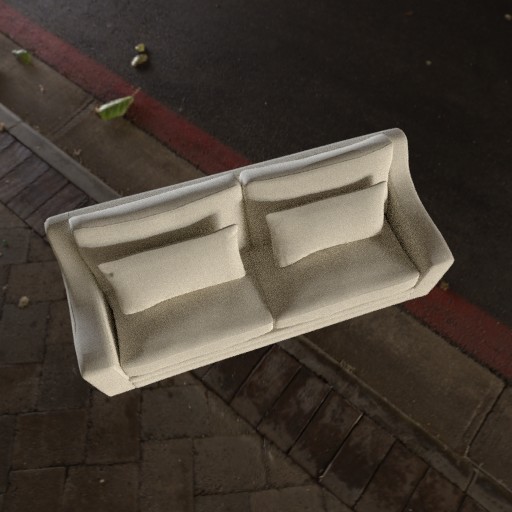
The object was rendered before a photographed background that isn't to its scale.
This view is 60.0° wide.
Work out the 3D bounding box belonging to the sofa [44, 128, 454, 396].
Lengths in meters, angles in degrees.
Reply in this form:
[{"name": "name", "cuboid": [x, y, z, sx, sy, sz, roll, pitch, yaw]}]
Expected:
[{"name": "sofa", "cuboid": [0.000, 0.000, 3.021, 2.470, 1.022, 1.009, -16, 63, -8]}]
